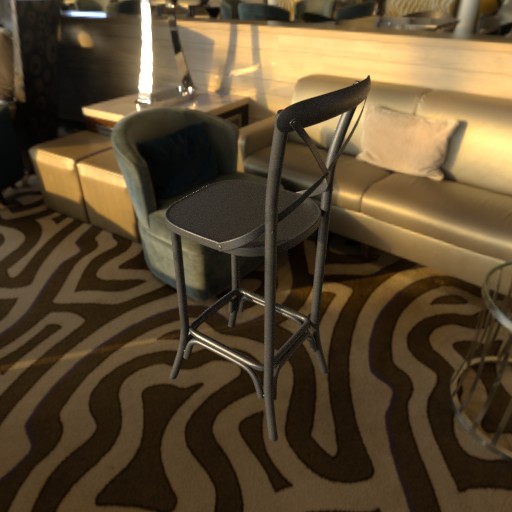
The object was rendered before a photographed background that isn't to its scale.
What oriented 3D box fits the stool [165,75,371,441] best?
[{"bbox_3d":[0.000,0.000,1.501,0.584,1.168,0.457,21,38,29],"label":"stool"}]
